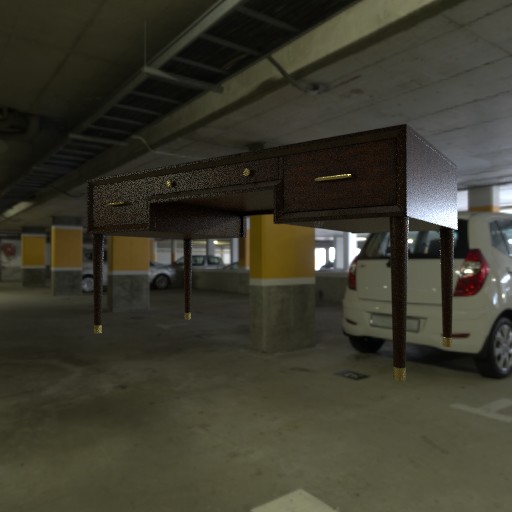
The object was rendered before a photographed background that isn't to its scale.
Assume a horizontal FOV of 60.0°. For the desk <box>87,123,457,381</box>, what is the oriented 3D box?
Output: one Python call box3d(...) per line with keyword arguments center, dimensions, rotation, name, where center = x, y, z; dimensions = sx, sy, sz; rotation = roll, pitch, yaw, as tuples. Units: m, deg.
box3d(center=(0.000, 0.000, 2.034), dimensions=(1.575, 0.762, 0.724), rotation=(0, -1, 35), name="desk")
